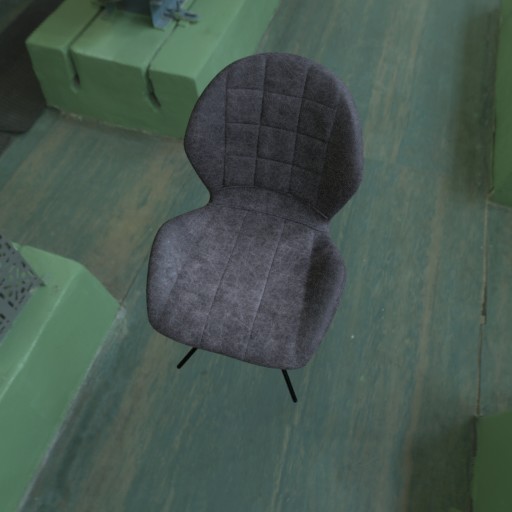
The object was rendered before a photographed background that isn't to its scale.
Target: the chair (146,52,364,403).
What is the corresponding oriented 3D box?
[{"bbox_3d":[0.000,0.000,1.319,0.527,0.934,0.640,14,59,8],"label":"chair"}]
